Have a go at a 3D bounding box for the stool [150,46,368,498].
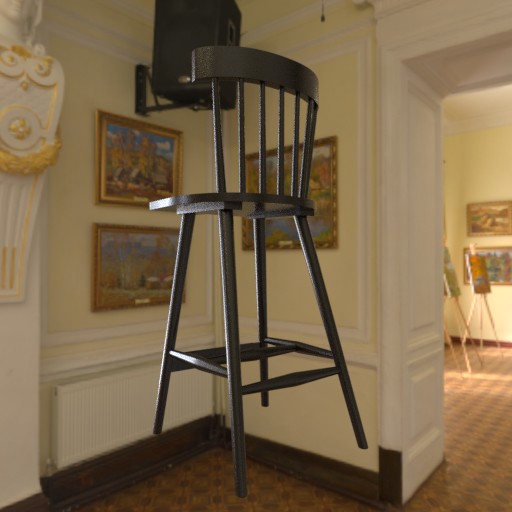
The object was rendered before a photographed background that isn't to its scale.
[{"bbox_3d":[0.000,0.000,1.322,0.482,1.092,0.483,0,-1,-37],"label":"stool"}]
